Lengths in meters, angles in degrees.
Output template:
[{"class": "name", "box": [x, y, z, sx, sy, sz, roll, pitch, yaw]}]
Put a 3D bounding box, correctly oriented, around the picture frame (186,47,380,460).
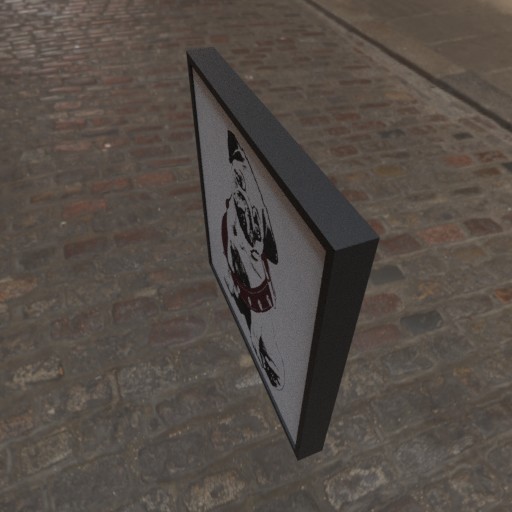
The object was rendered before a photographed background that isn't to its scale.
[{"class": "picture frame", "box": [0.000, 0.000, 0.471, 0.030, 0.317, 0.317, -16, 47, -15]}]
